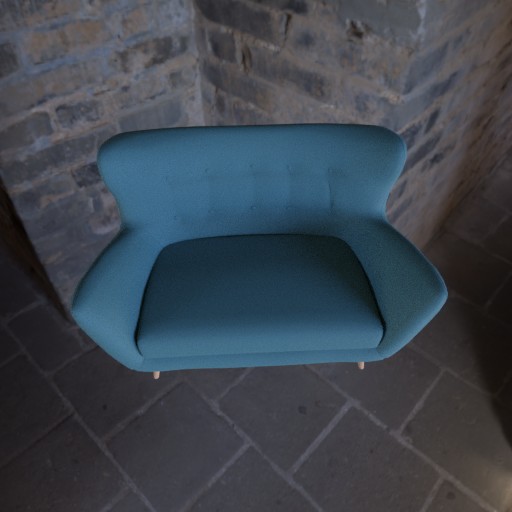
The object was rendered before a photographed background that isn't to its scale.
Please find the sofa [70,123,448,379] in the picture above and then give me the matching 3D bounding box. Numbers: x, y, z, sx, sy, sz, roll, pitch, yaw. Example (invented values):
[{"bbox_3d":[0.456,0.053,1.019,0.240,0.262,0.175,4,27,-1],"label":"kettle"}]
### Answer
[{"bbox_3d":[0.000,0.000,2.006,1.397,0.889,0.889,-2,46,-2],"label":"sofa"}]
